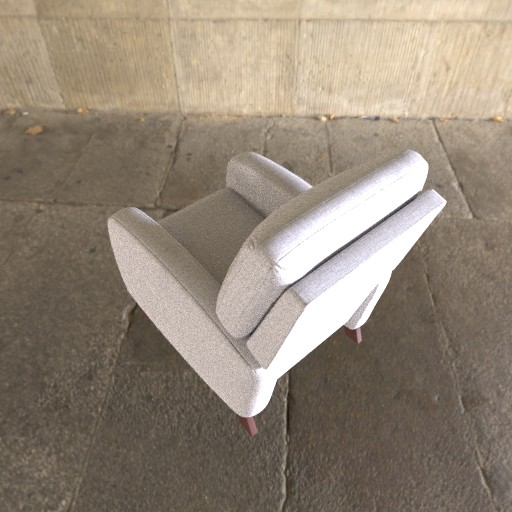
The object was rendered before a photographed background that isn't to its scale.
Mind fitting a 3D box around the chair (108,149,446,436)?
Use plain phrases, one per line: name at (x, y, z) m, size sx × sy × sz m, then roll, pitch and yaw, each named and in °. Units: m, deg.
chair at (0.000, 0.000, 1.671) m, size 0.762 × 0.990 × 0.990 m, roll -32°, pitch 53°, yaw -28°
